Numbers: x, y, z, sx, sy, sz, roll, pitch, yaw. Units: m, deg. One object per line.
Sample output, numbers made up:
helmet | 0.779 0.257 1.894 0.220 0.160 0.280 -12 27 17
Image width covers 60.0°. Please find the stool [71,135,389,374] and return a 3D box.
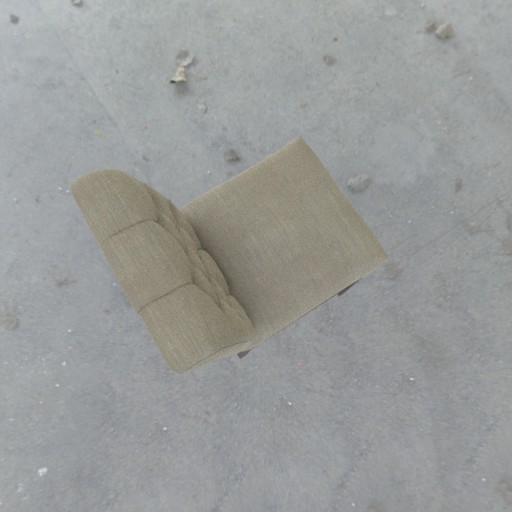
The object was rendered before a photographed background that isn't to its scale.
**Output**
stool | 0.000 0.000 1.423 0.660 1.084 0.486 -31 78 -7
